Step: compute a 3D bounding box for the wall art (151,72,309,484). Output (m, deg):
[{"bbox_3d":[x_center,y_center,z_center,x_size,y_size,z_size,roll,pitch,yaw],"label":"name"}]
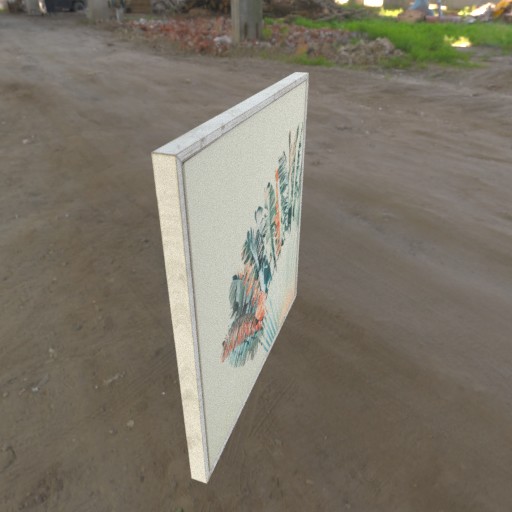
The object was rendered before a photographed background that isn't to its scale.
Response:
[{"bbox_3d":[0.000,0.000,1.114,0.038,0.757,0.760,10,32,17],"label":"wall art"}]
